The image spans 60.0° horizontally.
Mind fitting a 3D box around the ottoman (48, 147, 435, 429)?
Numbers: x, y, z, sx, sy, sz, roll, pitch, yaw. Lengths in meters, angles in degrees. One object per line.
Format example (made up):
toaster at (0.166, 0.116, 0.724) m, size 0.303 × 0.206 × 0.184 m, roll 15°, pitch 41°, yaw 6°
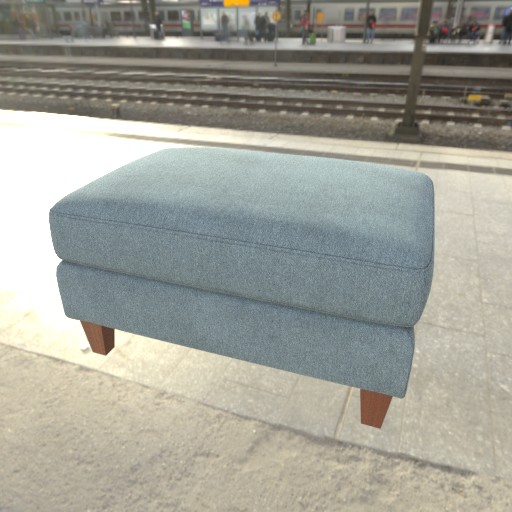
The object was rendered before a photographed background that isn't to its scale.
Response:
ottoman at (0.000, 0.000, 1.200) m, size 0.864 × 0.483 × 0.584 m, roll 9°, pitch 29°, yaw 17°
